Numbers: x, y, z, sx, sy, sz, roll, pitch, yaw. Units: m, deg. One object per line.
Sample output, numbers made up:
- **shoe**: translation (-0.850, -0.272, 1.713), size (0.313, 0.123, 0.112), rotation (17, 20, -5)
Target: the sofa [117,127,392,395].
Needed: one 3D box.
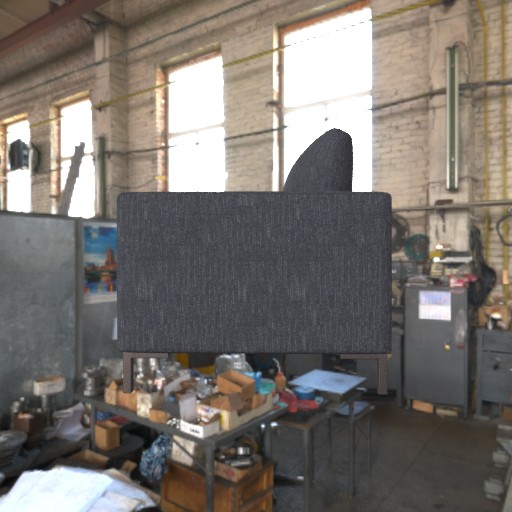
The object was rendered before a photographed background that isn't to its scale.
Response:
- **sofa**: translation (0.000, 0.000, 2.191), size (0.866, 0.862, 1.716), rotation (0, 0, 1)
